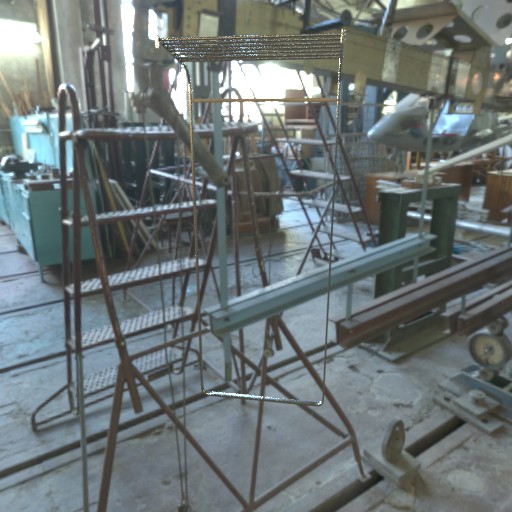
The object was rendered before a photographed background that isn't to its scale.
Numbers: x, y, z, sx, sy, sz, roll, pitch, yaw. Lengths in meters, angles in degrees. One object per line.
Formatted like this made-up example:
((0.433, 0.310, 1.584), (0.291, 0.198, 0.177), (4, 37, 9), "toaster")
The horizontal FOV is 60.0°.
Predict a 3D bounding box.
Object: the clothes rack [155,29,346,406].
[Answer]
((0.000, 0.000, 1.783), (0.609, 1.574, 0.349), (3, 17, 9), "clothes rack")
